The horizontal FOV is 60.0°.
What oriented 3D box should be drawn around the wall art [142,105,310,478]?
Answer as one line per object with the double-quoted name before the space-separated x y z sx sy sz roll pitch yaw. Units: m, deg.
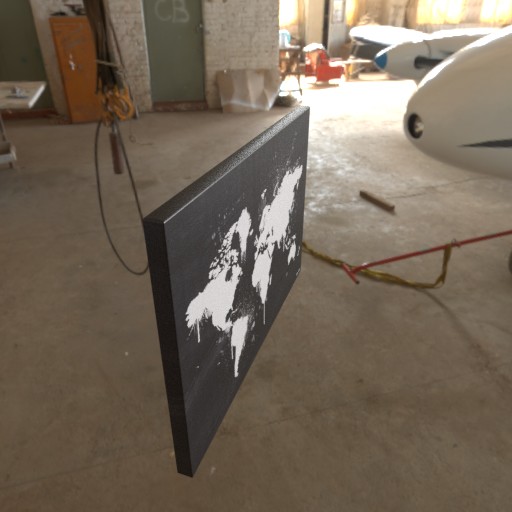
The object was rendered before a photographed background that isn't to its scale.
"wall art" 0.000 0.000 1.183 0.038 0.612 0.912 10 31 17
